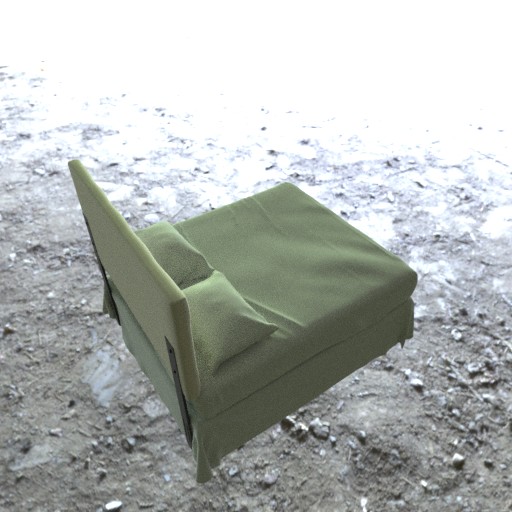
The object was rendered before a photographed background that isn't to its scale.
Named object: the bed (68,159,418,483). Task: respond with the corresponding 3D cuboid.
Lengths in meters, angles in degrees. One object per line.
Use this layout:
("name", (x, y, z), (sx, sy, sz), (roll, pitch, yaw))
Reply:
("bed", (0.000, 0.000, 3.484), (2.222, 1.577, 1.936), (-24, 46, -25))
